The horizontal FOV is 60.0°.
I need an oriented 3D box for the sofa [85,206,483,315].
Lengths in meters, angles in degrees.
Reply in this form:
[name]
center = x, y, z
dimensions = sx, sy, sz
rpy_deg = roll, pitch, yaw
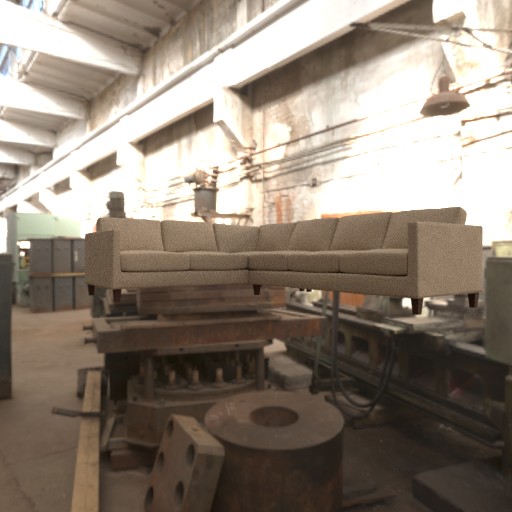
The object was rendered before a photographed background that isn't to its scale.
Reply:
[sofa]
center = 0.000, 0.000, 4.296
dimensions = 2.432, 0.863, 3.182
rpy_deg = 0, 0, -35
